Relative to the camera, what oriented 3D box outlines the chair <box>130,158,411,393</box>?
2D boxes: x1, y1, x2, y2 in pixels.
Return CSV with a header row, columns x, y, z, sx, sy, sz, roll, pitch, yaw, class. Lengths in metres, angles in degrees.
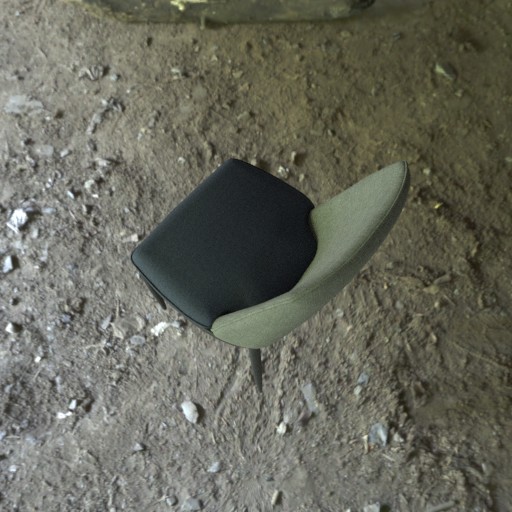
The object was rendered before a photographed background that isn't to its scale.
x,y,z,sx,sy,sz,roll,pitch,yaw,class
0.000,0.000,1.194,0.550,0.855,0.488,36,69,16,chair
